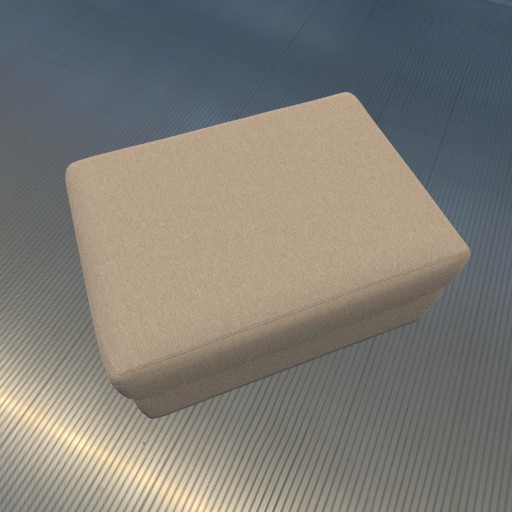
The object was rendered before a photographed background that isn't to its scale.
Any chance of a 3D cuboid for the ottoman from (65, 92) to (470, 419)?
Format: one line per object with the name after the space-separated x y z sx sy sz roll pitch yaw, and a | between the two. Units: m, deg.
0.000 0.000 1.134 0.773 0.497 0.574 -18 59 -11 | ottoman
